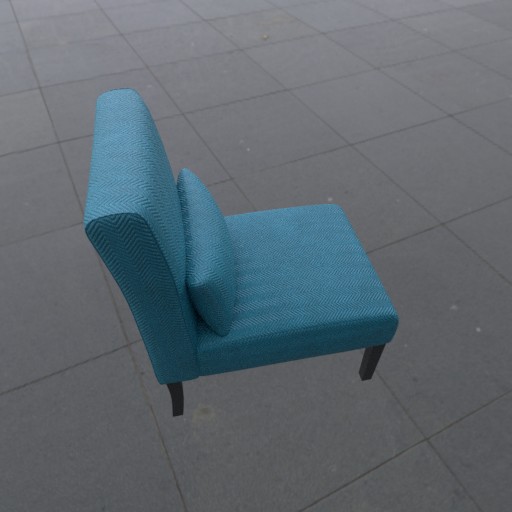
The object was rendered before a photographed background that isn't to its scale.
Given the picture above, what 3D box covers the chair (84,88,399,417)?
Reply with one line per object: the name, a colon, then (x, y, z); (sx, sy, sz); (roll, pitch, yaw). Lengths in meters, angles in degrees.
chair: (0.000, 0.000, 1.425); (0.808, 0.927, 0.579); (-8, 47, -8)
